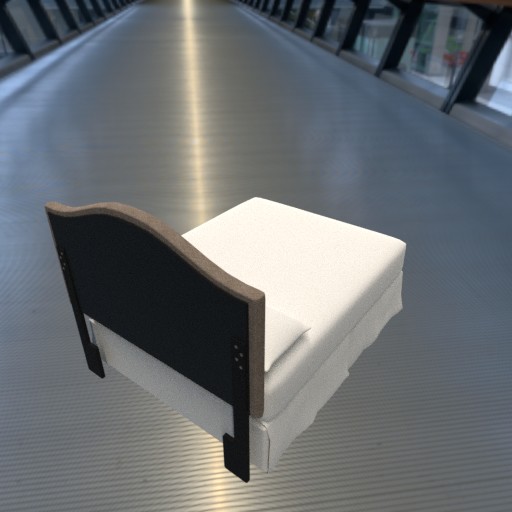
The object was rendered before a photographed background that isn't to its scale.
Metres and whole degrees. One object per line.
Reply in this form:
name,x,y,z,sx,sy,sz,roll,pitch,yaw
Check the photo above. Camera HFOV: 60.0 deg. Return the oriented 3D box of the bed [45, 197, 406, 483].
bed,0.000,0.000,3.297,1.713,1.518,2.153,21,37,31
